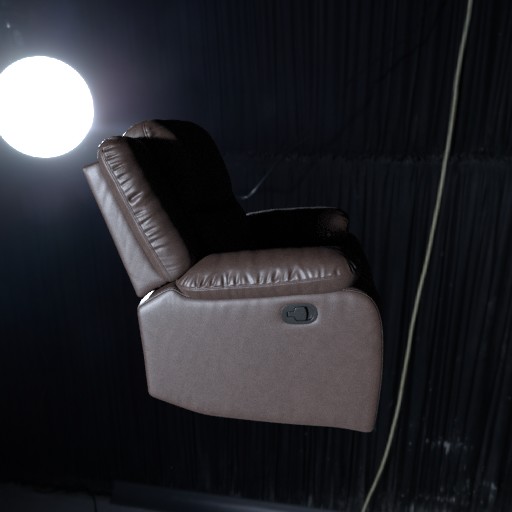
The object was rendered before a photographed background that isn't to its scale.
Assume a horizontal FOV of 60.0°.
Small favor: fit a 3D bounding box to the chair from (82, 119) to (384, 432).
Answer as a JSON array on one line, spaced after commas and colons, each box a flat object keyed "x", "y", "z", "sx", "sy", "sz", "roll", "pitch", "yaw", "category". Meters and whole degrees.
[{"x": 0.000, "y": 0.000, "z": 1.711, "sx": 0.934, "sy": 1.009, "sz": 0.899, "roll": 2, "pitch": 16, "yaw": 8, "category": "chair"}]
